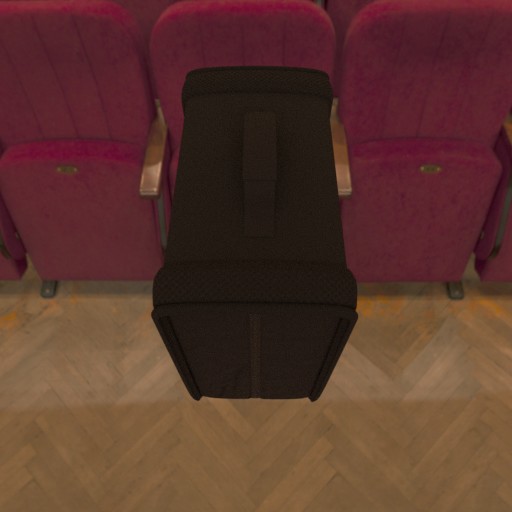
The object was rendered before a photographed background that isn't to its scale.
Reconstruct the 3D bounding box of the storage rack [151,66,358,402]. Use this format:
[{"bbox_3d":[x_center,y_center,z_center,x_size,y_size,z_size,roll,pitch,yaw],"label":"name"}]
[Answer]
[{"bbox_3d":[0.000,0.000,0.548,0.168,0.387,0.297,0,58,0],"label":"storage rack"}]
